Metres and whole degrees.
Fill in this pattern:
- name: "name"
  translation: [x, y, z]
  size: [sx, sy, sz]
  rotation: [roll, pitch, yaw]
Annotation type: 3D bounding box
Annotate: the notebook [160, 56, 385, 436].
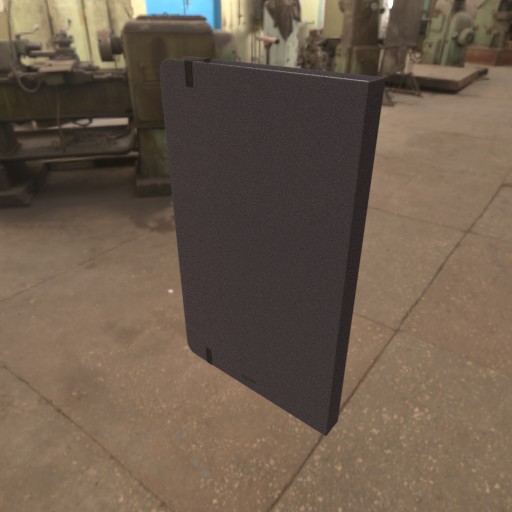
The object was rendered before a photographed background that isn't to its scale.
- name: "notebook"
  translation: [0.000, 0.000, 0.267]
  size: [0.127, 0.213, 0.016]
  rotation: [22, 37, 33]
